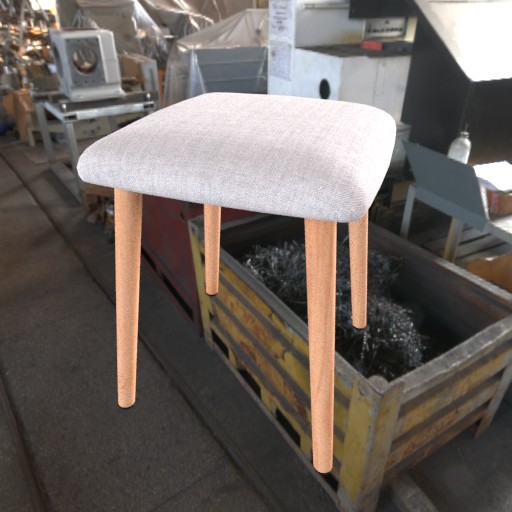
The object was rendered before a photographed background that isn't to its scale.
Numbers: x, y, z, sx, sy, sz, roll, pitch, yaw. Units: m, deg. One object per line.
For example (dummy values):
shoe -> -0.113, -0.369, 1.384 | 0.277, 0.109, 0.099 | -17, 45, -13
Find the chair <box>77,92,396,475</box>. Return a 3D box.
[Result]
chair -> 0.000, 0.000, 0.681 | 0.350, 0.440, 0.350 | 11, 33, 17
